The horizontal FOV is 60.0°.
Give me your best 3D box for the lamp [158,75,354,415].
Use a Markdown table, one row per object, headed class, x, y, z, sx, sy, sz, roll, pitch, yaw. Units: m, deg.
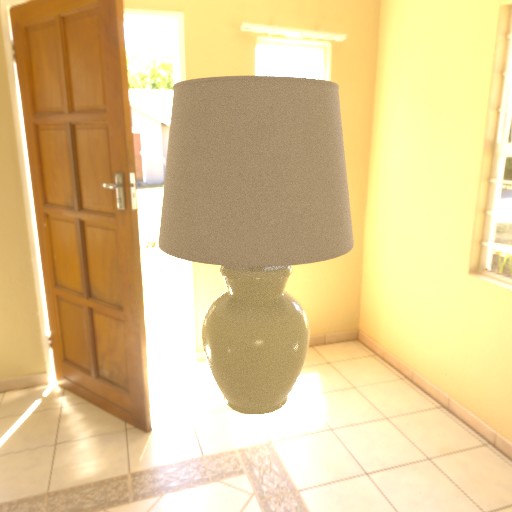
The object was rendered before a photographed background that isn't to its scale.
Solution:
| class | x | y | z | sx | sy | sz | roll | pitch | yaw |
| --- | --- | --- | --- | --- | --- | --- | --- | --- | --- |
| lamp | 0.000 | 0.000 | 0.558 | 0.239 | 0.399 | 0.239 | 0 | 14 | 0 |
